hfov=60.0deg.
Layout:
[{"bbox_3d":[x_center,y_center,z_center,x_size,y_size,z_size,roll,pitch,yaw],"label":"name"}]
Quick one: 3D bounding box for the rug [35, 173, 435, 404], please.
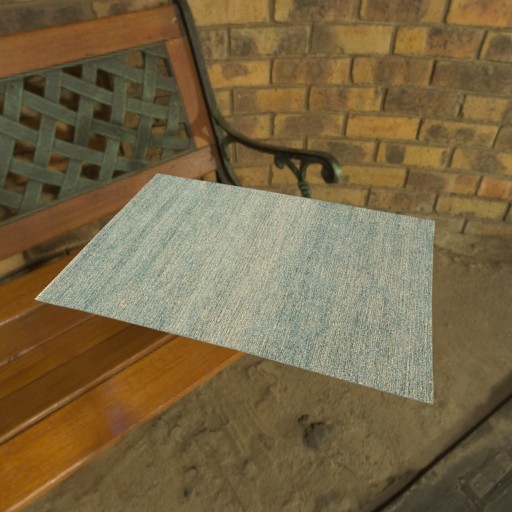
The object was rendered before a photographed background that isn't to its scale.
[{"bbox_3d":[0.000,0.000,5.269,4.078,0.052,2.802,12,42,14],"label":"rug"}]
